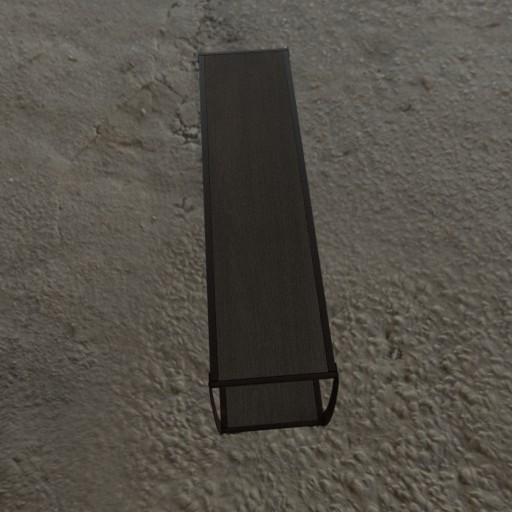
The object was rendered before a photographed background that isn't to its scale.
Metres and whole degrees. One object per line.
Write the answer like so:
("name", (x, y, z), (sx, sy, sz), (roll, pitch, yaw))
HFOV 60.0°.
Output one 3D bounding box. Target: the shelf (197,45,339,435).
("shelf", (0.000, 0.000, 1.881), (0.344, 1.063, 1.403), (-4, 66, -2))
